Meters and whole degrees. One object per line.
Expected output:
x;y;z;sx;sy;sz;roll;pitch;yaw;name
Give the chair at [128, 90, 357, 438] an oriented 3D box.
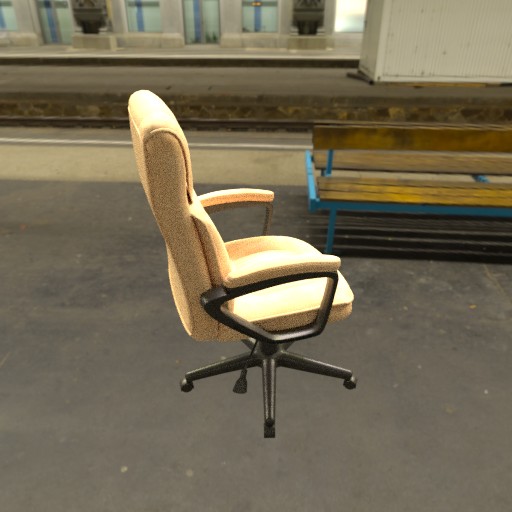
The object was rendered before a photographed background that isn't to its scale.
0.000;0.000;1.560;0.724;1.105;0.667;-9;30;-16;chair
